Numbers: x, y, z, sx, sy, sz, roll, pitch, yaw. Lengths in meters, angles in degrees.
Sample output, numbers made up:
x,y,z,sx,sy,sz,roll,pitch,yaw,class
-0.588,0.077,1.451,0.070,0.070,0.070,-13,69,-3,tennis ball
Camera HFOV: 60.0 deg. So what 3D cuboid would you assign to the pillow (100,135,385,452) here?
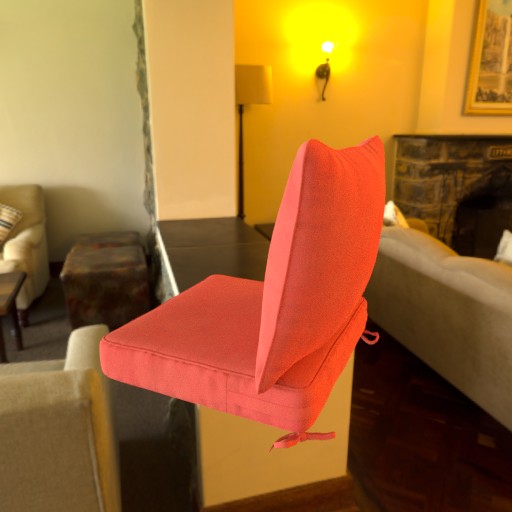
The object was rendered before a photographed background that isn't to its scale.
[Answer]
x,y,z,sx,sy,sz,roll,pitch,yaw,class
0.000,0.000,1.380,0.733,0.725,0.798,7,18,24,pillow
